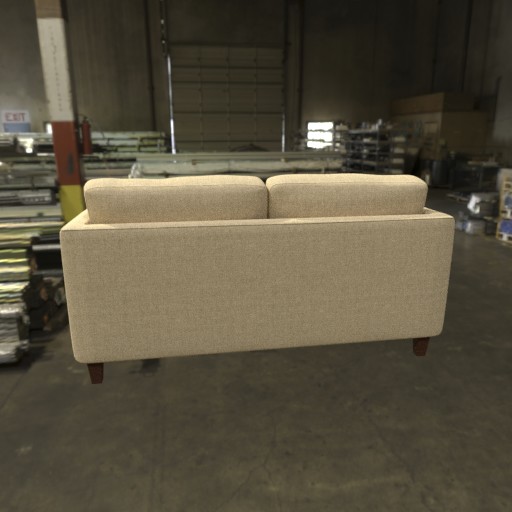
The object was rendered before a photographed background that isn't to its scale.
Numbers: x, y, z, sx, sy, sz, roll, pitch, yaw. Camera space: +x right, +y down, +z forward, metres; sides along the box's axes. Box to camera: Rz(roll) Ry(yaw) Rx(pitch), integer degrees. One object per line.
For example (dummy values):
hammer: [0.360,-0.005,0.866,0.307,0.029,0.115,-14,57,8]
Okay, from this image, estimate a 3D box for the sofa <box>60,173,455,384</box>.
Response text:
sofa: [0.000,0.000,2.544,1.884,0.963,0.950,-3,15,-9]
